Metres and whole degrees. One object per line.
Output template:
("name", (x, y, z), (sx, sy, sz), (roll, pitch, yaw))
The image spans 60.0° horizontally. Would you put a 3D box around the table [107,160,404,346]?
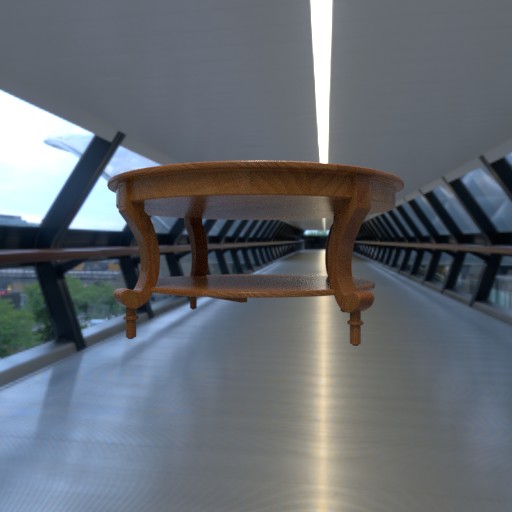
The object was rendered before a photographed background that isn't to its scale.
("table", (0.000, 0.000, 1.616), (1.029, 0.490, 1.029), (0, 1, 0))
